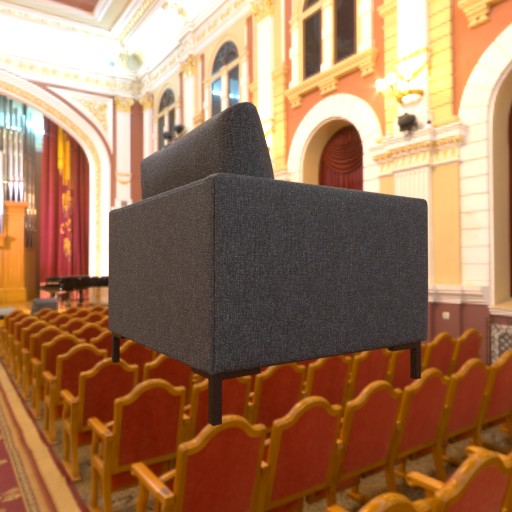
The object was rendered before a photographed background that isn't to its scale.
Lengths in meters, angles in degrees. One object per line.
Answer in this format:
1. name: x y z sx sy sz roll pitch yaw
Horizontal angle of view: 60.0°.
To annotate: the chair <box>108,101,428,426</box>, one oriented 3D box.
1. chair: 0.000 0.000 1.695 0.866 0.861 0.963 1 -1 -34
